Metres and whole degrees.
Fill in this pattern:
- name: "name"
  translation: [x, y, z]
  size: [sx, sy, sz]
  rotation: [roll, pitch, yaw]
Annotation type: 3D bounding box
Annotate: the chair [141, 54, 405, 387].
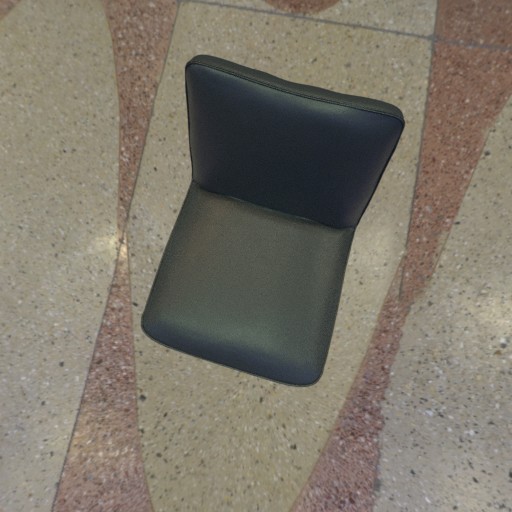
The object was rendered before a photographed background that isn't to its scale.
- name: "chair"
  translation: [0.000, 0.000, 1.240]
  size: [0.543, 0.801, 0.645]
  rotation: [12, 76, 3]
